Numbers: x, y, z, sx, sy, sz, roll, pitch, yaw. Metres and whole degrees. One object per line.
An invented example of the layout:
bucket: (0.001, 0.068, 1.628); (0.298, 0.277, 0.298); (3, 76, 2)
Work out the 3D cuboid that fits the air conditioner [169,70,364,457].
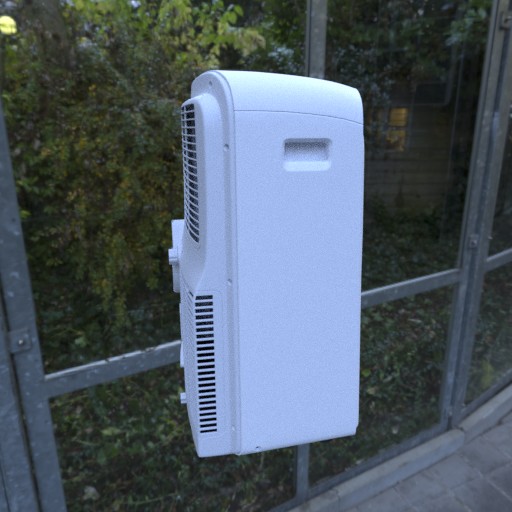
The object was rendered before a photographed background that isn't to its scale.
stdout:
air conditioner: (0.000, 0.000, 0.948); (0.365, 0.700, 0.454); (-3, 16, -11)
